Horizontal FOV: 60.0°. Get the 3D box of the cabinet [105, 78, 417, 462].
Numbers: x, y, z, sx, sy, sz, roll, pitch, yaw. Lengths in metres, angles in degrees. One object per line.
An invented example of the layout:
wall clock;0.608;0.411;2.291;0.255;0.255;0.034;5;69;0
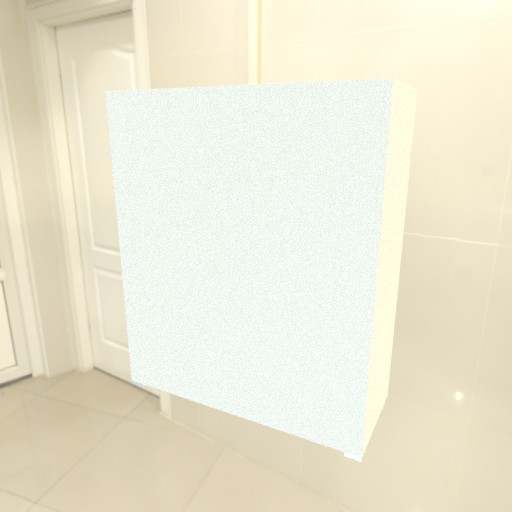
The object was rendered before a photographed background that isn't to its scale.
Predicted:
cabinet;0.000;0.000;1.693;1.000;1.190;0.400;9;19;26
